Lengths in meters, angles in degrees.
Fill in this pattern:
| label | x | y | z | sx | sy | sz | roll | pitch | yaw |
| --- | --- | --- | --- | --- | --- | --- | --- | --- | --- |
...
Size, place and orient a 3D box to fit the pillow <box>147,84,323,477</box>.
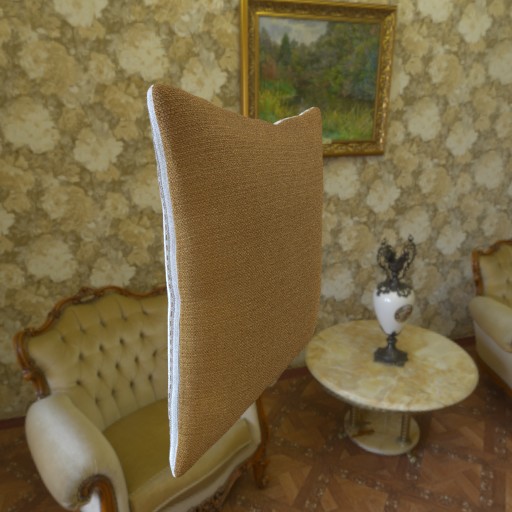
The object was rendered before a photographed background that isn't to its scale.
| label | x | y | z | sx | sy | sz | roll | pitch | yaw |
| --- | --- | --- | --- | --- | --- | --- | --- | --- | --- |
| pillow | 0.000 | 0.000 | 0.646 | 0.147 | 0.437 | 0.432 | 8 | 18 | 26 |
